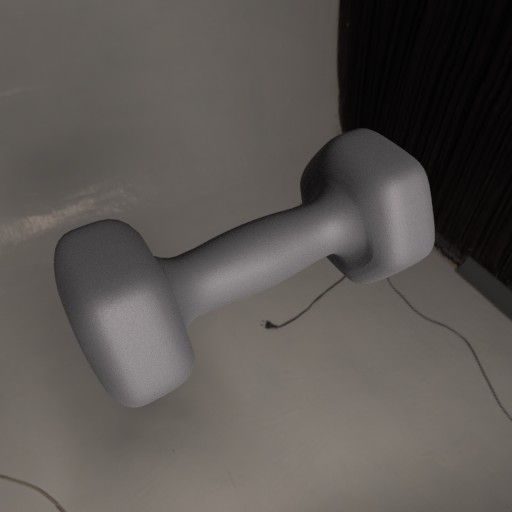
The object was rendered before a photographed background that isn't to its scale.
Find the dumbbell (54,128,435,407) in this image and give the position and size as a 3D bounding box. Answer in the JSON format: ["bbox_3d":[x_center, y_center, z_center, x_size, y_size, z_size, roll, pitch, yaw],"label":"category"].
[{"bbox_3d":[0.000,0.000,0.294,0.240,0.105,0.116,-23,51,-20],"label":"dumbbell"}]
